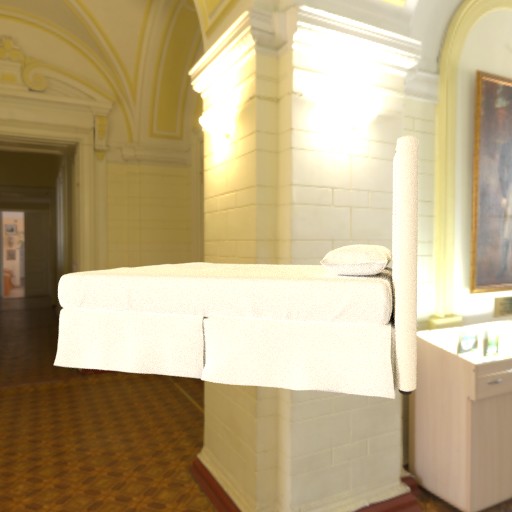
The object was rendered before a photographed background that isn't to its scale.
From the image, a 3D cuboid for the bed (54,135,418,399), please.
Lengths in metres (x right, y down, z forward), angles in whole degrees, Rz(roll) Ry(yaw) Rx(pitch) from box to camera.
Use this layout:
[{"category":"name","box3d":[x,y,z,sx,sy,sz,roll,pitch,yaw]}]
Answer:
[{"category":"bed","box3d":[0.000,0.000,3.404,2.282,1.436,1.821,0,1,18]}]
